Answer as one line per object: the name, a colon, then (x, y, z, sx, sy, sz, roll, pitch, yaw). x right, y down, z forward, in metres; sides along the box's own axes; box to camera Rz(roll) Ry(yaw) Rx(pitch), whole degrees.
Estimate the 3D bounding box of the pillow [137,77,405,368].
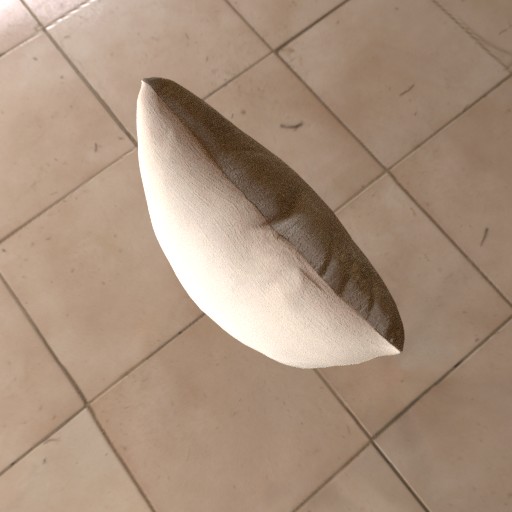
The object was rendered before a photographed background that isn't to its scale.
pillow: (0.000, 0.000, 0.716, 0.245, 0.448, 0.450, -39, 79, -9)
